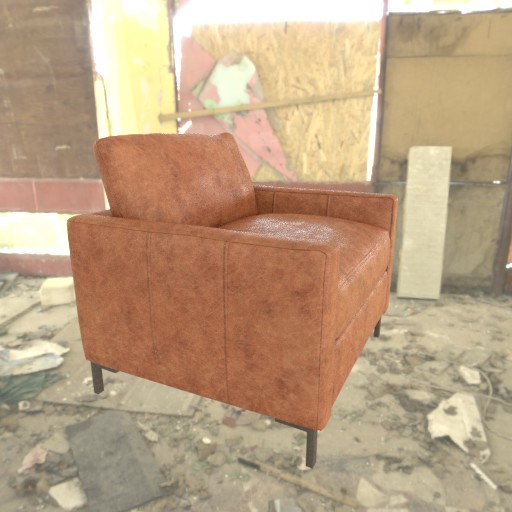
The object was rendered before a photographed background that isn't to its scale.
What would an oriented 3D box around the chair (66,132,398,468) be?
[{"bbox_3d":[0.000,0.000,1.628,0.862,0.869,0.967,8,18,25],"label":"chair"}]
